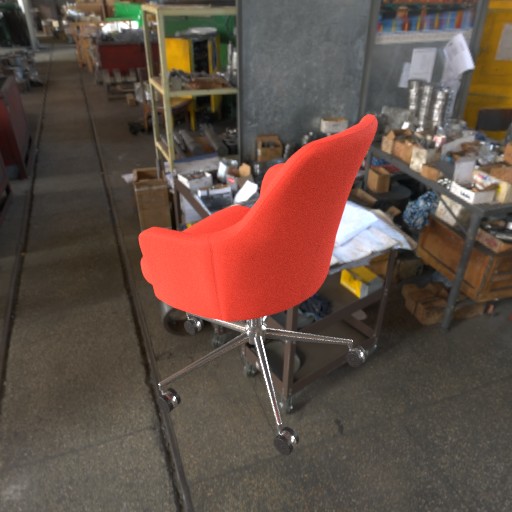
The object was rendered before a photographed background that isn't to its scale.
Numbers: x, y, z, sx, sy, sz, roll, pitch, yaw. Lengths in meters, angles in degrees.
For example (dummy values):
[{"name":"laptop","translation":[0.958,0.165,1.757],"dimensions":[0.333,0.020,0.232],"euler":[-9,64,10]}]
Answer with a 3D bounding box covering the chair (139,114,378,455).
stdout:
[{"name":"chair","translation":[0.000,0.000,1.269],"dimensions":[0.600,0.820,0.655],"euler":[21,37,30]}]
